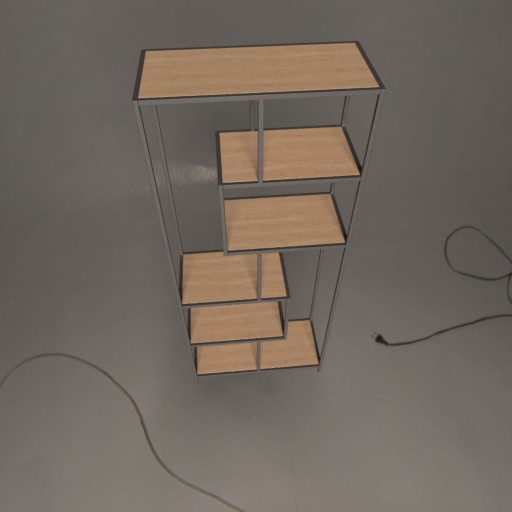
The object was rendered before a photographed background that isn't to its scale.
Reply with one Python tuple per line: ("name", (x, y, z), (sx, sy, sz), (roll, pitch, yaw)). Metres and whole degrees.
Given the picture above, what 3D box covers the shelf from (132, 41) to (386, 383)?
("shelf", (0.000, 0.000, 2.139), (0.770, 1.850, 0.350), (-4, 49, -3))
